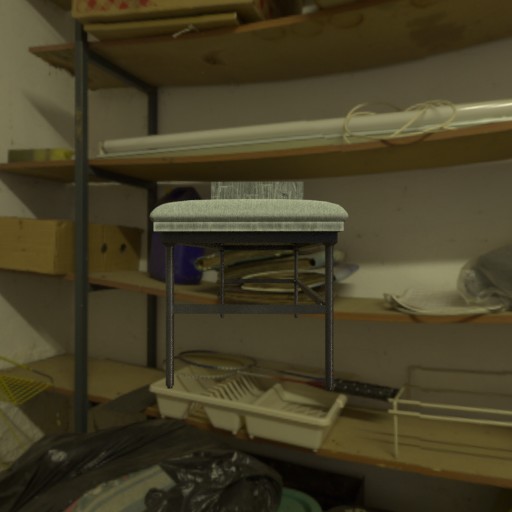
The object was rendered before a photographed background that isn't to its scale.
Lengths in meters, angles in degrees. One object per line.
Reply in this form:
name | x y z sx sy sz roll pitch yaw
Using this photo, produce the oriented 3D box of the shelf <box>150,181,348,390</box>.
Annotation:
shelf | 0.000 0.000 1.666 0.457 0.633 1.342 0 0 1
